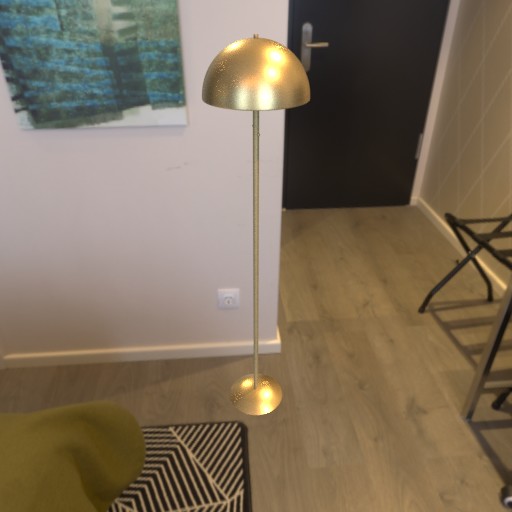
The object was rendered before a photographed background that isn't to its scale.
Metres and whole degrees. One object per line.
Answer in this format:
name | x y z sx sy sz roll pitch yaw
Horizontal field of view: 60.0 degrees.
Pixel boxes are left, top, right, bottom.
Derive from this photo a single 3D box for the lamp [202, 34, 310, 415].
lamp | 0.000 0.000 1.647 0.328 1.480 0.328 -20 37 -29
